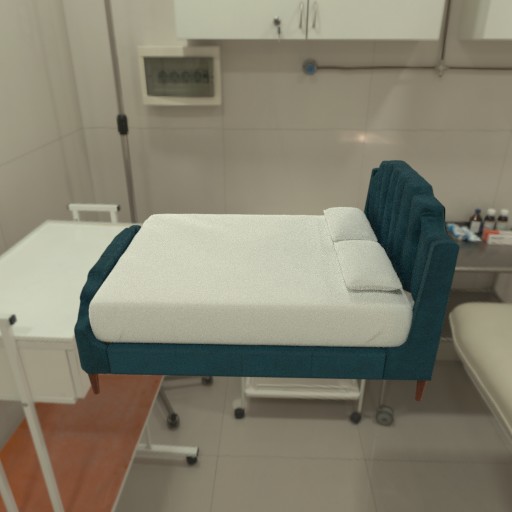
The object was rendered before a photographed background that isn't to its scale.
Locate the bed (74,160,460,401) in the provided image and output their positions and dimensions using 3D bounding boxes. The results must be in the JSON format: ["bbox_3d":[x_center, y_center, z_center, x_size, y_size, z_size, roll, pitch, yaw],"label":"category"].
[{"bbox_3d":[0.000,0.000,3.427,2.322,1.351,1.676,1,26,2],"label":"bed"}]
